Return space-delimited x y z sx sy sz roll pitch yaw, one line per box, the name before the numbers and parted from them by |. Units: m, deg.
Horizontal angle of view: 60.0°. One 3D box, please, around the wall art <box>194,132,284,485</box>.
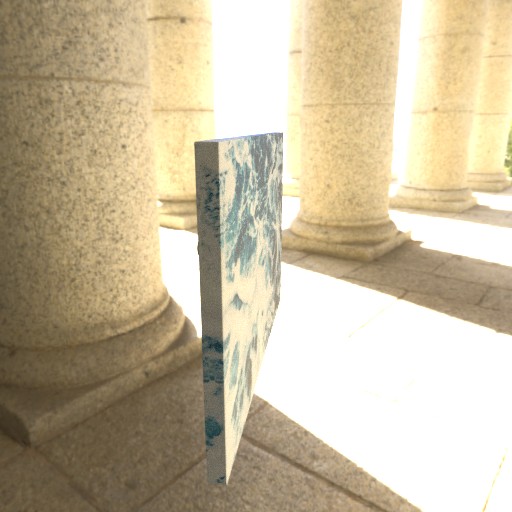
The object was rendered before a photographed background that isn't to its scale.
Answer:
wall art | 0.000 0.000 1.157 0.042 0.610 0.915 3 17 9
